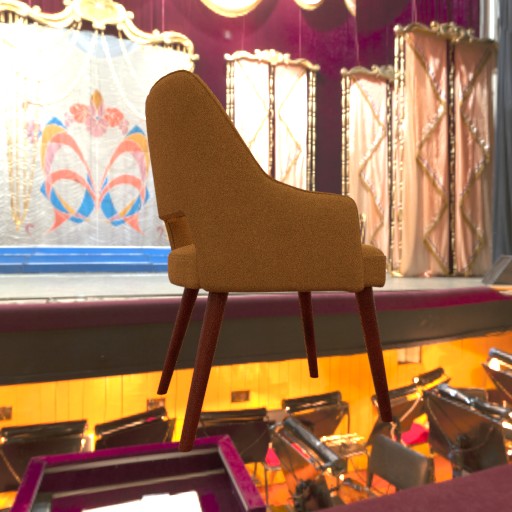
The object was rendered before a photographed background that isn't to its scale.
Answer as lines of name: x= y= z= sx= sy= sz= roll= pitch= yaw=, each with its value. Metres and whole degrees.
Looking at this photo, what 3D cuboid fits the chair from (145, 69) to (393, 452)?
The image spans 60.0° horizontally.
chair: x=0.000 y=0.000 z=1.245 sx=0.605 sy=0.849 sz=0.548 roll=0 pitch=1 yaw=-19
